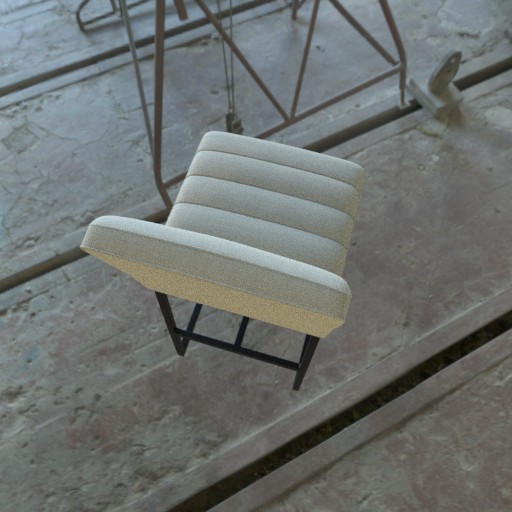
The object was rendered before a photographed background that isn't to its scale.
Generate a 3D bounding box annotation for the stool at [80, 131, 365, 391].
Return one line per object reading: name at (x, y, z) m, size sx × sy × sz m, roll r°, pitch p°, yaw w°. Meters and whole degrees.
stool at (0.000, 0.000, 1.218) m, size 0.460 × 0.940 × 0.560 m, roll 15°, pitch 65°, yaw 7°
